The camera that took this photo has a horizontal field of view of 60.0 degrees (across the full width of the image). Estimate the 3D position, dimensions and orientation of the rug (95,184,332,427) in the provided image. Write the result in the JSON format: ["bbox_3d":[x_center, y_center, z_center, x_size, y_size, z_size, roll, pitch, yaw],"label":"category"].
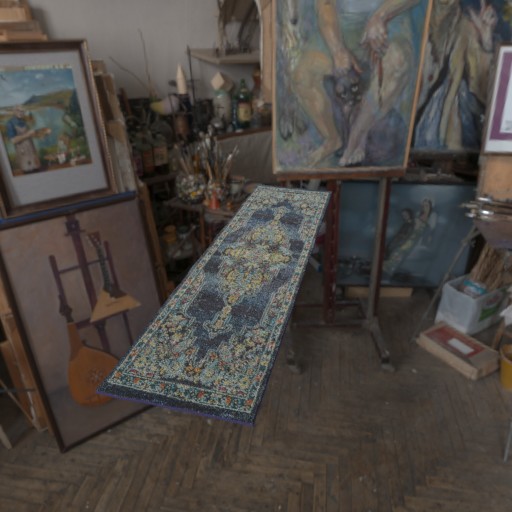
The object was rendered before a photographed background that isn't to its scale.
[{"bbox_3d":[0.000,0.000,2.506,0.602,0.016,2.283,7,30,13],"label":"rug"}]
